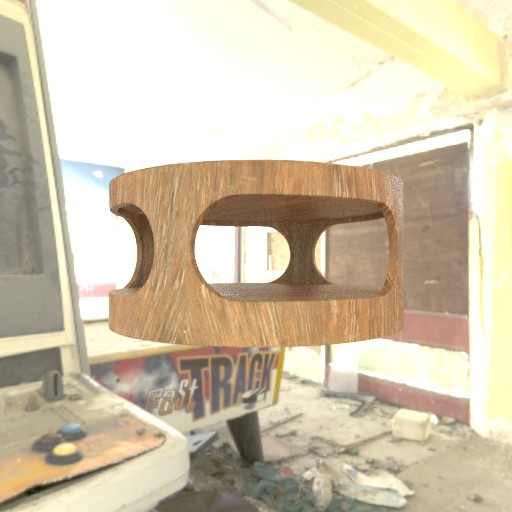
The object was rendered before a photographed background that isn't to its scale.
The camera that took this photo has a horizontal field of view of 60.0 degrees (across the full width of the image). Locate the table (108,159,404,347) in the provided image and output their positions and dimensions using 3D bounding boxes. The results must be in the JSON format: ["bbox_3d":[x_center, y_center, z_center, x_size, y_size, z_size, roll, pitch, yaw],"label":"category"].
[{"bbox_3d":[0.000,0.000,1.545,0.974,0.450,0.974,0,-1,0],"label":"table"}]
